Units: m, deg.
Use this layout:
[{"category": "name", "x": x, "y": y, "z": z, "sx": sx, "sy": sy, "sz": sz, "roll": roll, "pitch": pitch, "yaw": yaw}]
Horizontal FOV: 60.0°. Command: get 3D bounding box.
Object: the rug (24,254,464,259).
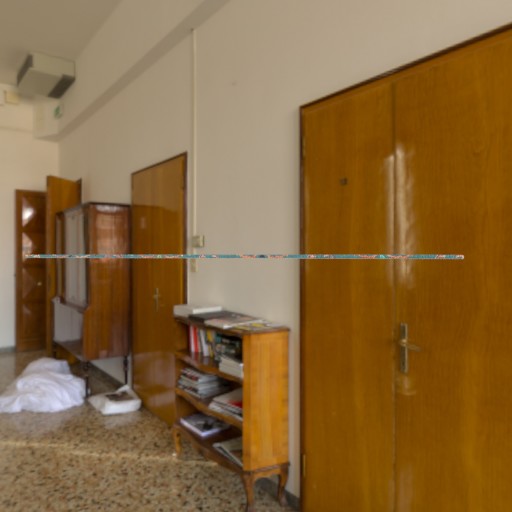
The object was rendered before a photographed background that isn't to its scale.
[{"category": "rug", "x": 0.000, "y": 0.000, "z": 2.319, "sx": 1.836, "sy": 0.014, "sz": 1.216, "roll": 0, "pitch": 0, "yaw": 18}]
